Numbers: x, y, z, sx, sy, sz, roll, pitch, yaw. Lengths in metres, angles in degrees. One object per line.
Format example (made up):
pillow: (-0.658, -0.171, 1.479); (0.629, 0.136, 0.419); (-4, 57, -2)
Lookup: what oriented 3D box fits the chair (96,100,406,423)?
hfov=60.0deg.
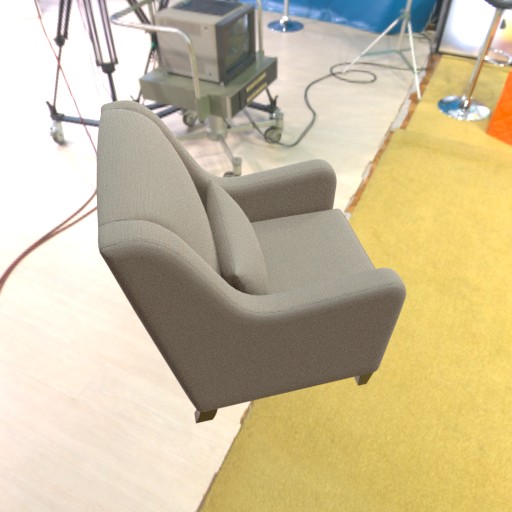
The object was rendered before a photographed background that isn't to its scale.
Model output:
chair: (0.000, 0.000, 1.628); (0.896, 1.017, 0.715); (-10, 46, -9)
